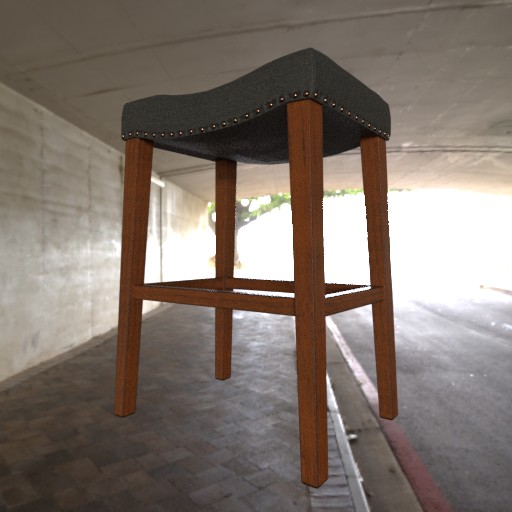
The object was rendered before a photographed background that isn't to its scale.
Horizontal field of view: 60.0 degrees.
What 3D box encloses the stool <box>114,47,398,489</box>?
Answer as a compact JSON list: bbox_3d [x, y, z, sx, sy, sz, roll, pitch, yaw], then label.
[{"bbox_3d":[0.000,0.000,0.841,0.439,0.612,0.320,1,1,36],"label":"stool"}]
